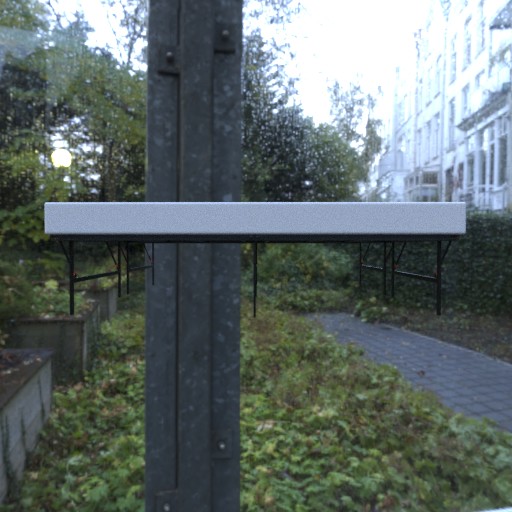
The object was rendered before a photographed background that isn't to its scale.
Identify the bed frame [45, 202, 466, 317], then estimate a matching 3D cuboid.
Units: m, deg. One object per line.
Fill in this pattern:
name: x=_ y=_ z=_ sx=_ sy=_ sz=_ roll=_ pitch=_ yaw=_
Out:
bed frame: x=0.000 y=0.000 z=3.102 sx=2.032 sy=0.559 sz=1.930 roll=0 pitch=1 yaw=0
